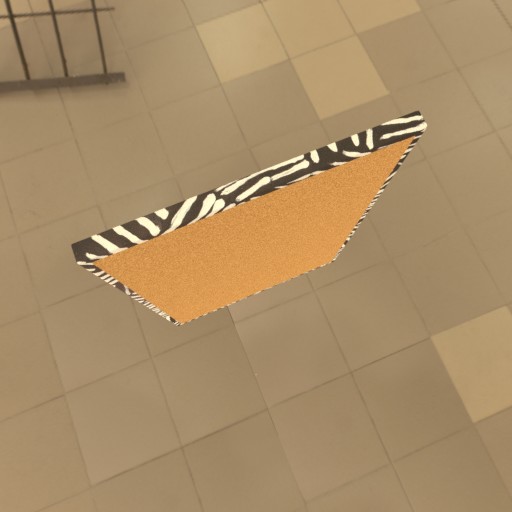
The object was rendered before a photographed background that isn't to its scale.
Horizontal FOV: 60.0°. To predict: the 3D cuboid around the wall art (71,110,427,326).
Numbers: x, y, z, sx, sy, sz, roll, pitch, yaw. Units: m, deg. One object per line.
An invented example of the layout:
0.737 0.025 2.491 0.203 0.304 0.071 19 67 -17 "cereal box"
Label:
0.000 0.000 1.160 0.615 0.918 0.035 -22 76 -6 "wall art"
